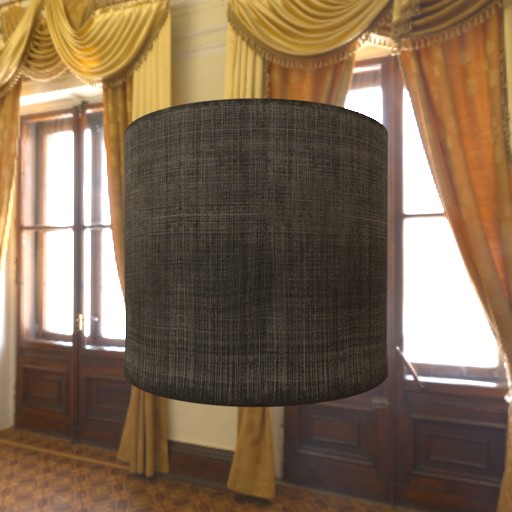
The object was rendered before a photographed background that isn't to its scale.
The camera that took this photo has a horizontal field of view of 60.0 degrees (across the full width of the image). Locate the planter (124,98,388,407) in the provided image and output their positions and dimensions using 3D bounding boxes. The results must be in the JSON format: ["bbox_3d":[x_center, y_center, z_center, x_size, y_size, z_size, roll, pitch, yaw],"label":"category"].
[{"bbox_3d":[0.000,0.000,0.311,0.178,0.157,0.178,0,-1,0],"label":"planter"}]
